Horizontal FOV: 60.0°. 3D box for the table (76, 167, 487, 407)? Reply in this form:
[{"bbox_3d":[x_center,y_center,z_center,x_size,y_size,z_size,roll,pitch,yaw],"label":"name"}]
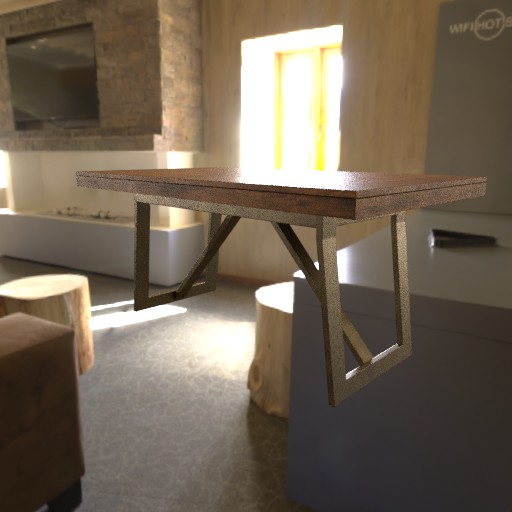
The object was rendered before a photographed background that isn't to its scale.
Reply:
[{"bbox_3d":[0.000,0.000,2.074,0.931,0.757,1.641,-13,18,-43],"label":"table"}]
